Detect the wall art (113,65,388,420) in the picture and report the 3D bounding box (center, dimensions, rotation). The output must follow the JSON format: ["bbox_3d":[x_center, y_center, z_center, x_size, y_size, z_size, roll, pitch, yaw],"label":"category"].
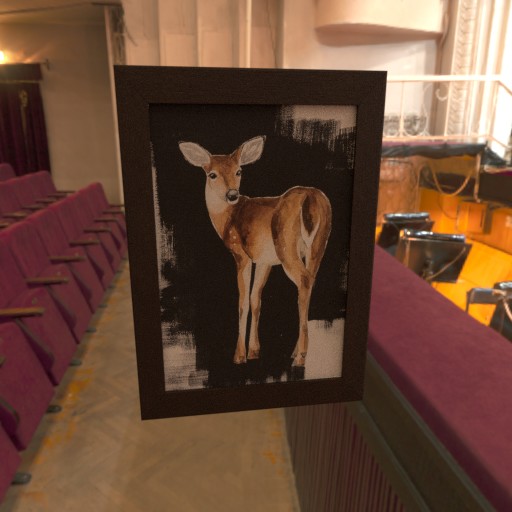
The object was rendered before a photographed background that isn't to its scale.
[{"bbox_3d":[0.000,0.000,0.646,0.359,0.508,0.013,-2,16,-8],"label":"wall art"}]
